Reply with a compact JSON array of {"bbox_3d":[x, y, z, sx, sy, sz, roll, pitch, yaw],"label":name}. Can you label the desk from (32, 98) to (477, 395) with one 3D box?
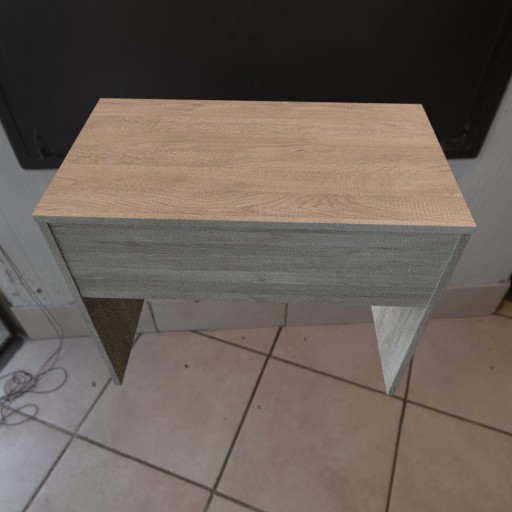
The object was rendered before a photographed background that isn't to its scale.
[{"bbox_3d":[0.000,0.000,1.321,0.893,0.724,0.498,2,46,2],"label":"desk"}]
